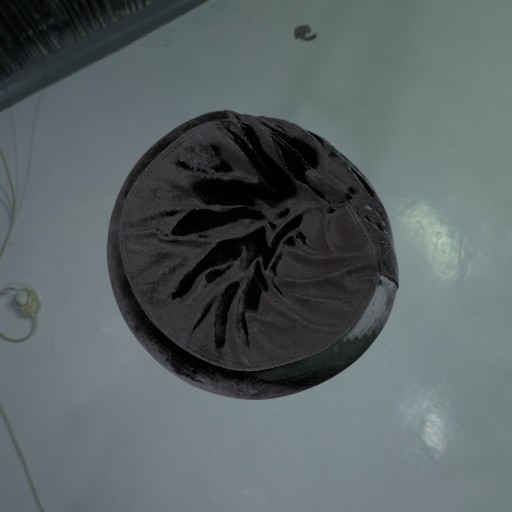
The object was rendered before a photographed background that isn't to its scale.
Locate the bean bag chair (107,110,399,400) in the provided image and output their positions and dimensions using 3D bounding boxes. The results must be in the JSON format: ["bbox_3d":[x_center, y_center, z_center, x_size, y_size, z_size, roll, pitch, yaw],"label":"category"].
[{"bbox_3d":[0.000,0.000,1.507,0.918,0.605,0.918,0,75,0],"label":"bean bag chair"}]
